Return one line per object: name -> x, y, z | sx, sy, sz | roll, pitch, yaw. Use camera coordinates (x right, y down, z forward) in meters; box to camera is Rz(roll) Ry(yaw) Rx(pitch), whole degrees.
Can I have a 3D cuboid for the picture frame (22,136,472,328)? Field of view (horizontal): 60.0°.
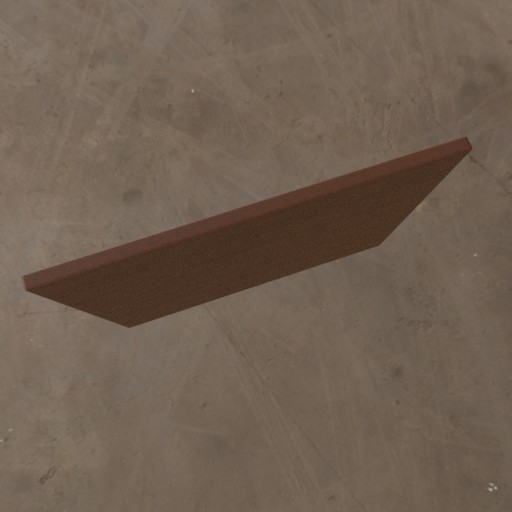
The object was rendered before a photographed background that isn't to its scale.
picture frame -> 0.000, 0.000, 1.744 | 1.329, 1.018, 0.045 | -18, 76, -5
